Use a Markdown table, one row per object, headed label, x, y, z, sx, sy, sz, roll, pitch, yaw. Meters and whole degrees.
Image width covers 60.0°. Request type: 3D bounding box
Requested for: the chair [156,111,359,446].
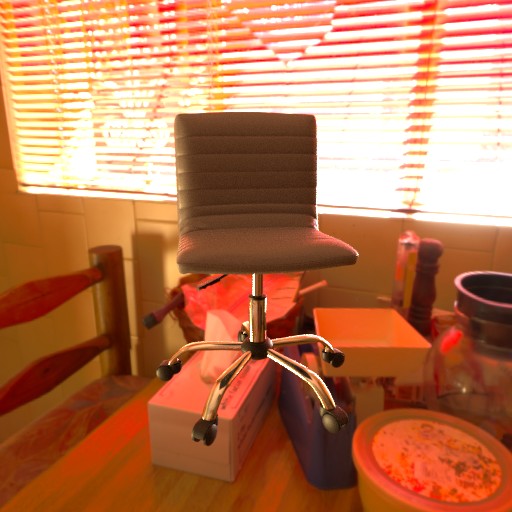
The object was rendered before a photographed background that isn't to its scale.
| label | x | y | z | sx | sy | sz | roll | pitch | yaw |
| --- | --- | --- | --- | --- | --- | --- | --- | --- | --- |
| chair | 0.000 | 0.000 | 1.178 | 0.569 | 0.750 | 0.542 | -2 | 15 | -8 |
